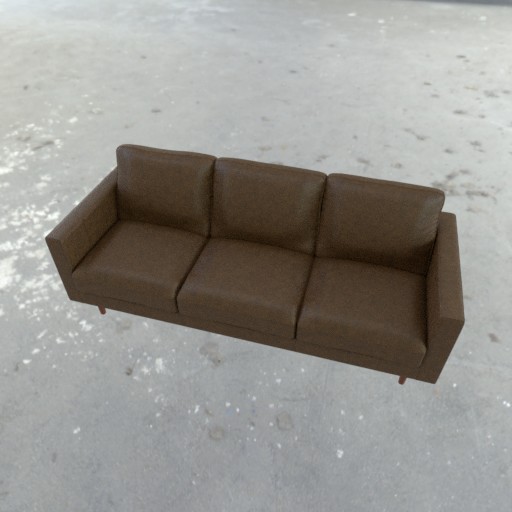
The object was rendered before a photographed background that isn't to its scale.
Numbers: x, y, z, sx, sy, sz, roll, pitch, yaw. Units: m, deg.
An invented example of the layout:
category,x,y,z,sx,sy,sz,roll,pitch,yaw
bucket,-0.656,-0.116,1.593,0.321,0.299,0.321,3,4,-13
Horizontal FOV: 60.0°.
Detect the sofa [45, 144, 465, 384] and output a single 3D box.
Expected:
category,x,y,z,sx,sy,sz,roll,pitch,yaw
sofa,0.000,0.000,2.694,2.231,0.930,0.903,11,43,12
